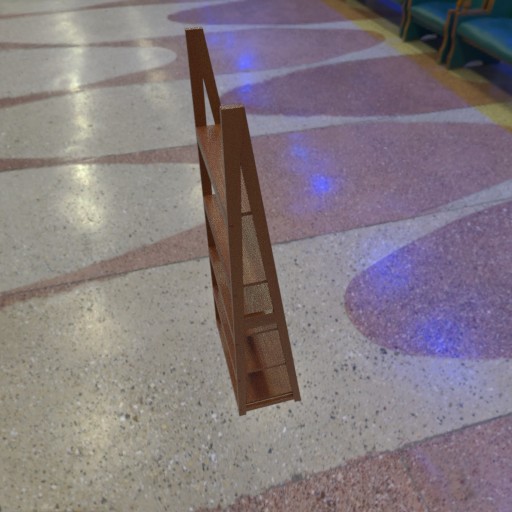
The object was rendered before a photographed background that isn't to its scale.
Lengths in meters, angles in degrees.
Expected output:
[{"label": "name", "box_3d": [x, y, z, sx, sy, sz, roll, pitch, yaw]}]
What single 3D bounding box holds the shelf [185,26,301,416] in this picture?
[{"label": "shelf", "box_3d": [0.000, 0.000, 2.023, 0.356, 1.780, 0.630, -11, 46, -11]}]
